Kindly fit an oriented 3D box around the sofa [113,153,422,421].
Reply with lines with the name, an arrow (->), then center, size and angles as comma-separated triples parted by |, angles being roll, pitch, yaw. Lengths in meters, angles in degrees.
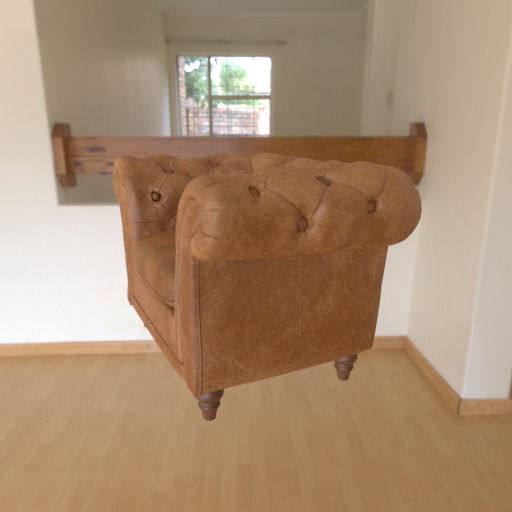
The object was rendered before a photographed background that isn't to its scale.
sofa -> 0.000, 0.000, 2.013 | 1.033, 0.878, 1.405 | -8, 17, -26
